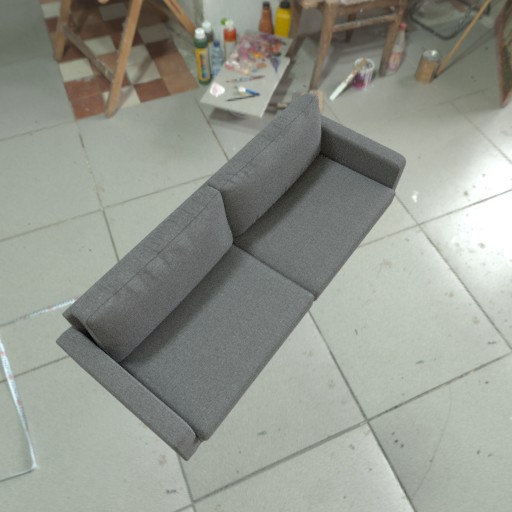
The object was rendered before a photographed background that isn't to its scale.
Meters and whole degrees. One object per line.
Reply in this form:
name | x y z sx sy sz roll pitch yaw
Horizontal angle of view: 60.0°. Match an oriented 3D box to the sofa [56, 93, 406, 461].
sofa | 0.000 0.000 2.685 0.880 0.880 2.200 33 64 19
